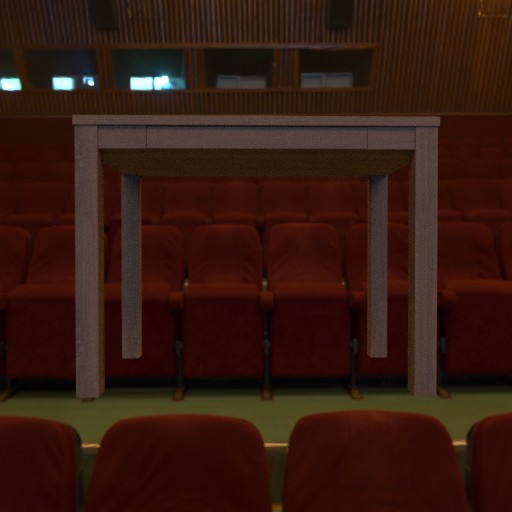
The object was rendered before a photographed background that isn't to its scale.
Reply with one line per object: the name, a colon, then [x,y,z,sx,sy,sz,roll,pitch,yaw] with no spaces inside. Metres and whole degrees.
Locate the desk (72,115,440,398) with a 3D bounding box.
desk: [0.000,0.000,1.447,0.991,0.762,0.495,0,1,-1]
